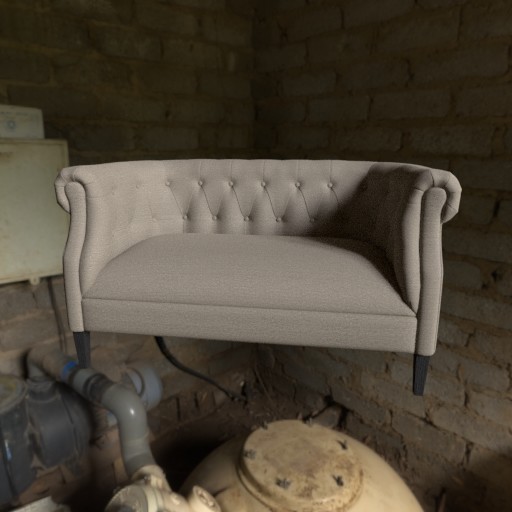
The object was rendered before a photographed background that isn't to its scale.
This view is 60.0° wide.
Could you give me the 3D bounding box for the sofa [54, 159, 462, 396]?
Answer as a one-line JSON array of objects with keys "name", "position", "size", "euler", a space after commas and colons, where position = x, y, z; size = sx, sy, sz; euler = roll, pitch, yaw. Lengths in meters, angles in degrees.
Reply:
[{"name": "sofa", "position": [0.000, 0.000, 2.009], "size": [1.558, 0.827, 0.835], "euler": [2, 15, 8]}]
